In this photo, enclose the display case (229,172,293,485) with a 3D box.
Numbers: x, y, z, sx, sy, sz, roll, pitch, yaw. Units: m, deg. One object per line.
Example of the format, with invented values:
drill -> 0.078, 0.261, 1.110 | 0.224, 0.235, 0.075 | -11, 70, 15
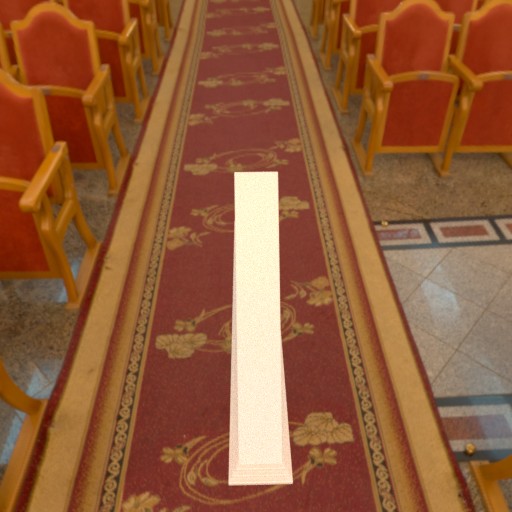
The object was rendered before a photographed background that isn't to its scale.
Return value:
display case -> 0.000, 0.000, 0.784 | 0.095, 0.340, 0.640 | -1, 42, -1
